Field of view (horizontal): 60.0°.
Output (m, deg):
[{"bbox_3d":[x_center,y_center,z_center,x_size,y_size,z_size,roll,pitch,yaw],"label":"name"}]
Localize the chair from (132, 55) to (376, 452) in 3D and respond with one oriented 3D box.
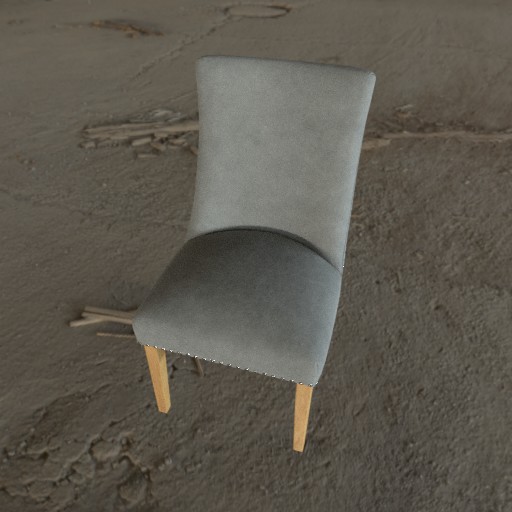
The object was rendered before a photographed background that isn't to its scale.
[{"bbox_3d":[0.000,0.000,1.245,0.495,0.902,0.610,11,41,13],"label":"chair"}]
